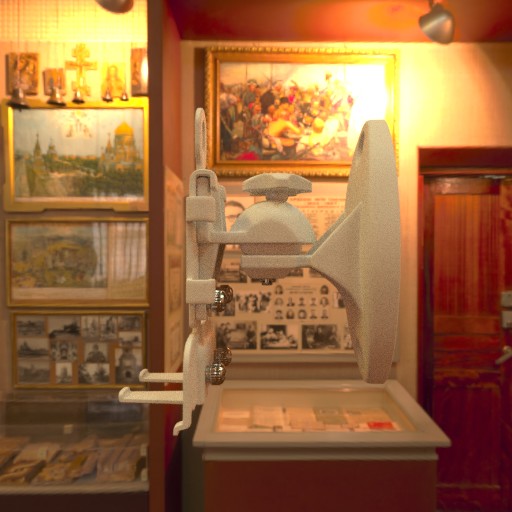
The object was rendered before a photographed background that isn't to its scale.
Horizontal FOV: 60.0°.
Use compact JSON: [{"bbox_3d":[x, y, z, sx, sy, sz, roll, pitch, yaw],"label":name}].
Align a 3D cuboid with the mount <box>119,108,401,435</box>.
[{"bbox_3d":[0.000,0.000,0.178,0.100,0.118,0.066,0,0,2],"label":"mount"}]
